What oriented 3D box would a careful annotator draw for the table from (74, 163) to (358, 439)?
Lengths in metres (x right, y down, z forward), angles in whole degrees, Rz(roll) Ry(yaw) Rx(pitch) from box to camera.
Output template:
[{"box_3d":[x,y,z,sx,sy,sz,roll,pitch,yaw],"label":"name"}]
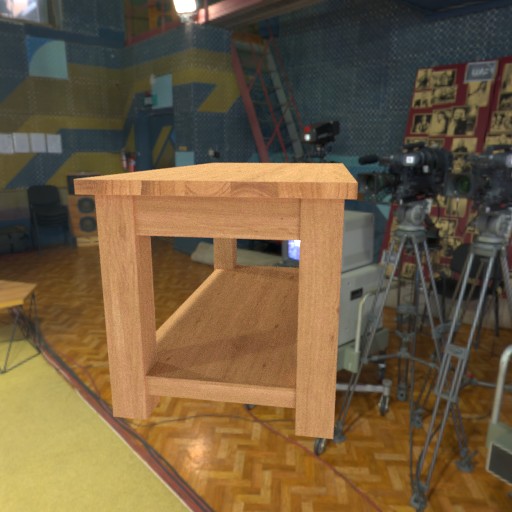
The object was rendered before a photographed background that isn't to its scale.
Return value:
[{"box_3d":[0.000,0.000,1.165,0.450,0.452,0.899,2,14,9],"label":"table"}]
